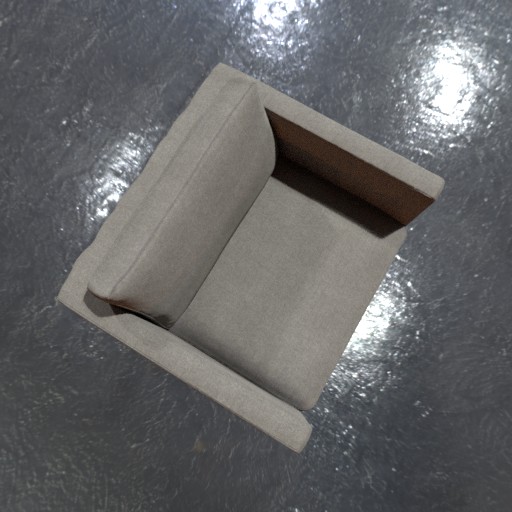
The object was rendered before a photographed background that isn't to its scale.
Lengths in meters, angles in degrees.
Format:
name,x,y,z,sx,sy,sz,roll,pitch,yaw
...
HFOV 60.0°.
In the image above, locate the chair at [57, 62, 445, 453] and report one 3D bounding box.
name,x,y,z,sx,sy,sz,roll,pitch,yaw
chair,0.000,0.000,1.731,0.949,0.863,1.057,30,79,6
